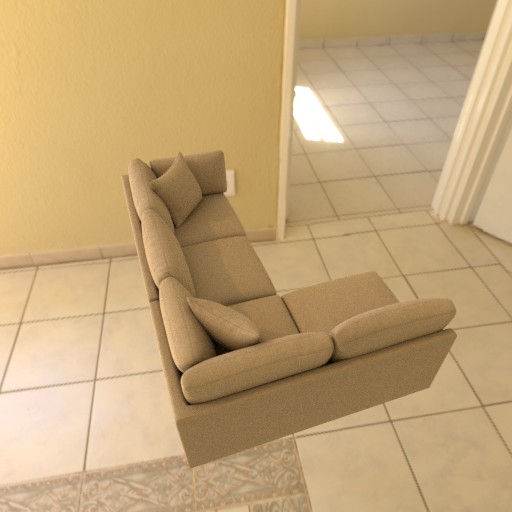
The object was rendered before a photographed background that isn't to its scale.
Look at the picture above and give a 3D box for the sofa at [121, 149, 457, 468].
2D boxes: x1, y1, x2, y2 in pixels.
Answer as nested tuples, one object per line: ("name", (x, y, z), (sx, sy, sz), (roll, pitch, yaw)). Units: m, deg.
("sofa", (0.000, 0.000, 3.971), (1.994, 0.978, 2.896), (-13, 43, -14))
